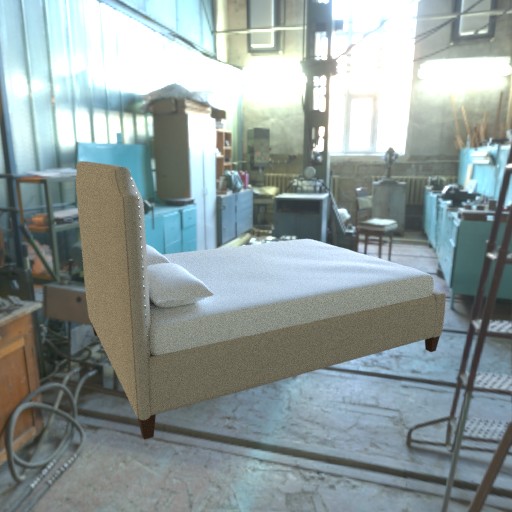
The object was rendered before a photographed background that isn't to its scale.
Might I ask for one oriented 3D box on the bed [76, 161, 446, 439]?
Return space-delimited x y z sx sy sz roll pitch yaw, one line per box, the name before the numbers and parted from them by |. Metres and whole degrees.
bed | 0.000 0.000 3.442 2.372 1.443 1.713 -7 15 -28
